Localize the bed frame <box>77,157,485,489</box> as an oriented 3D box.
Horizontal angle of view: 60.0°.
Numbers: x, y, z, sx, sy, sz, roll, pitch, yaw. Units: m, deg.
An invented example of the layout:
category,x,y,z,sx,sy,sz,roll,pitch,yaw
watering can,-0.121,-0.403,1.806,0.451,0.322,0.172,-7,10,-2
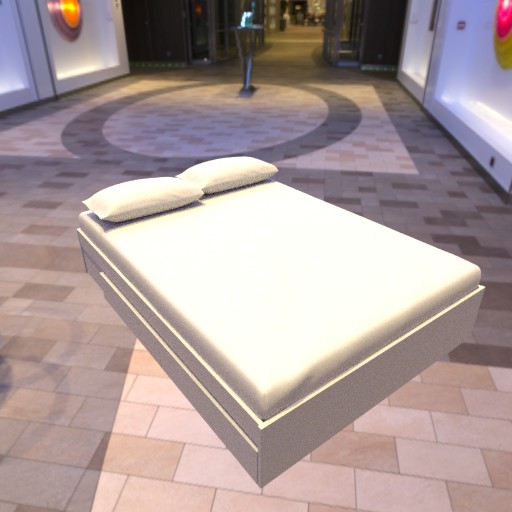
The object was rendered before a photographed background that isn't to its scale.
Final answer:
category,x,y,z,sx,sy,sz,roll,pitch,yaw
bed frame,0.000,0.000,2.550,1.450,0.629,1.950,-20,35,-32
